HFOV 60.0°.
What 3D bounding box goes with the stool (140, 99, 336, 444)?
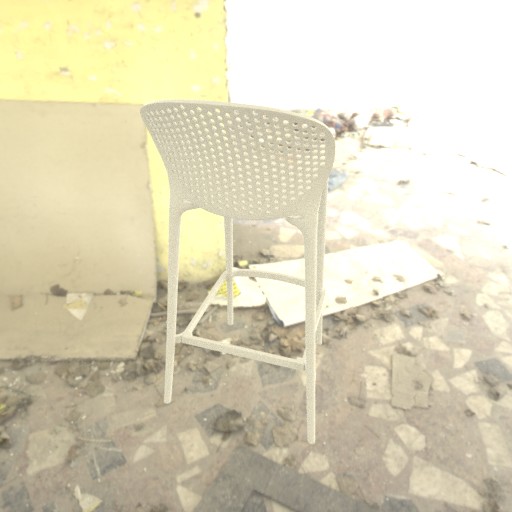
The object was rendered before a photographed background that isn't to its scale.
[{"bbox_3d":[0.000,0.000,1.385,0.536,1.045,0.535,10,33,15],"label":"stool"}]
